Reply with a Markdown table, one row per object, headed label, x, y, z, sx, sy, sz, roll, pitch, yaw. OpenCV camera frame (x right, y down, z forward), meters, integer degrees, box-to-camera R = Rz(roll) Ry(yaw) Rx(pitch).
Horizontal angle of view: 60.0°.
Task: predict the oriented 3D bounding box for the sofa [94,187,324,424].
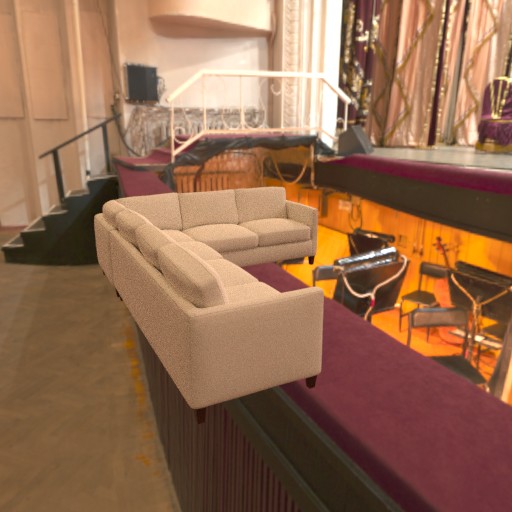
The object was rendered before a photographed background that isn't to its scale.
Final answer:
| label | x | y | z | sx | sy | sz | roll | pitch | yaw |
| --- | --- | --- | --- | --- | --- | --- | --- | --- | --- |
| sofa | 0.000 | 0.000 | 4.413 | 2.593 | 0.947 | 3.302 | -8 | 18 | -27 |
